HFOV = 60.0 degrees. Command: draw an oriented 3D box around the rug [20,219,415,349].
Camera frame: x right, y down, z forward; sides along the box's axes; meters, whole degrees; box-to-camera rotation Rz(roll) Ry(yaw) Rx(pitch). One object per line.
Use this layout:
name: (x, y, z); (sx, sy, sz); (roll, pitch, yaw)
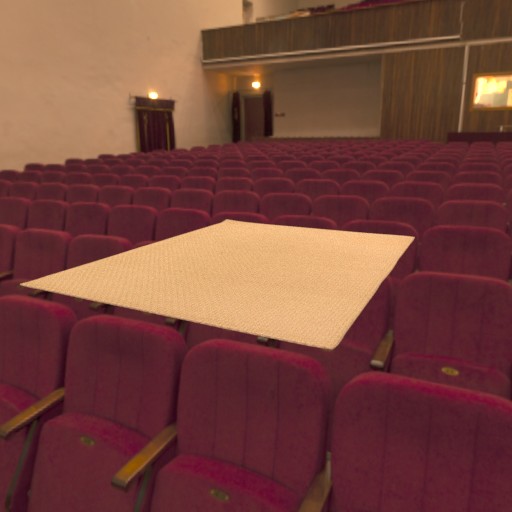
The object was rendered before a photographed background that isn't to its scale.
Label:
rug: (0.000, 0.000, 3.870); (2.277, 0.035, 2.897); (7, 16, 26)
